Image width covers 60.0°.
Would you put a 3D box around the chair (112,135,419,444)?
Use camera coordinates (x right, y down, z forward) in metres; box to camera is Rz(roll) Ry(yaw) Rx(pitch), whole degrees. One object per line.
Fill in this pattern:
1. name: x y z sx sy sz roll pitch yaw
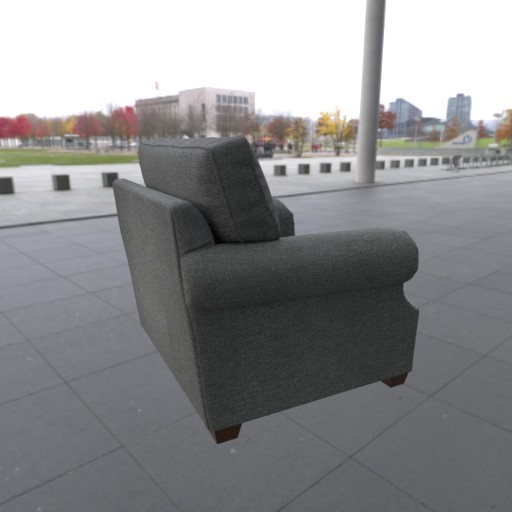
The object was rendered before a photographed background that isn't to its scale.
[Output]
1. chair: 0.000 0.000 1.842 0.965 0.961 1.092 -7 16 -26
